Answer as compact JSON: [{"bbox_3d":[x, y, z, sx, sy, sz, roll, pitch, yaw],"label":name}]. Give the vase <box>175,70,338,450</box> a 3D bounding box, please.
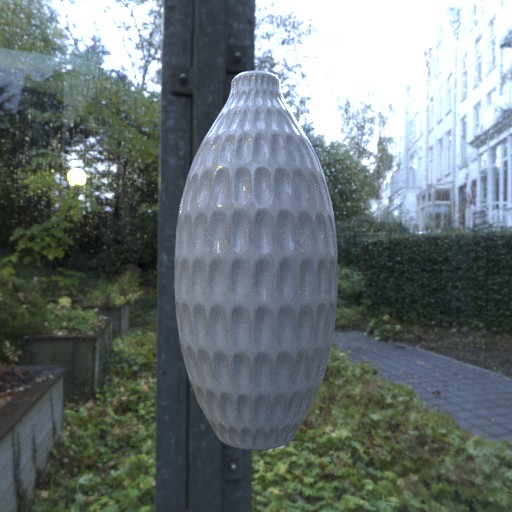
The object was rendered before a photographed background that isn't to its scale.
[{"bbox_3d":[0.000,0.000,0.352,0.127,0.282,0.127,0,-1,0],"label":"vase"}]
